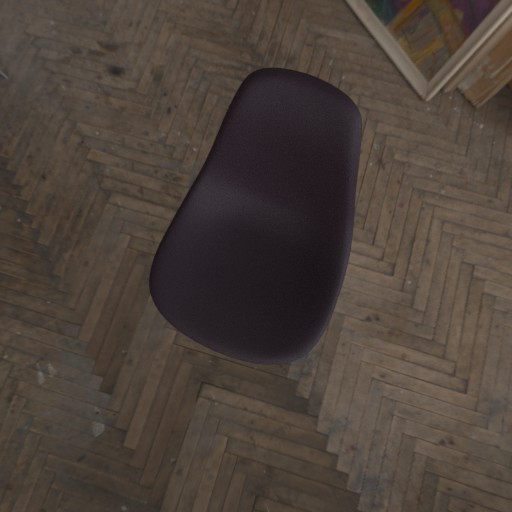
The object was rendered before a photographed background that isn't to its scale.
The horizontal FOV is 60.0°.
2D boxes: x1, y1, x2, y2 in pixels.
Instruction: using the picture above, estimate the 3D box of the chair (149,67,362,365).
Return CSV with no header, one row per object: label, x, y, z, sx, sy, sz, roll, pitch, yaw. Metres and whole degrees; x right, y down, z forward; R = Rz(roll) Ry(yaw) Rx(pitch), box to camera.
chair,0.000,0.000,1.170,0.470,0.826,0.533,22,77,5
